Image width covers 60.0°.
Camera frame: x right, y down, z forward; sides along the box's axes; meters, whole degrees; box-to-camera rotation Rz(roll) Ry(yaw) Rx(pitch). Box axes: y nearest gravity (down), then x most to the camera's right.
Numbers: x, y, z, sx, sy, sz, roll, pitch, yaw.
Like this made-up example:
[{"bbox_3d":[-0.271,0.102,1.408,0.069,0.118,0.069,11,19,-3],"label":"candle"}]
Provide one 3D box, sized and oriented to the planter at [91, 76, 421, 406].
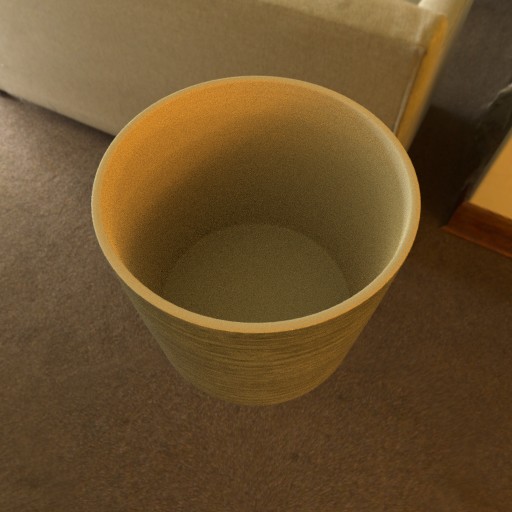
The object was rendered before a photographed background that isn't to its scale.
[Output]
[{"bbox_3d":[0.000,0.000,0.389,0.221,0.201,0.221,0,59,0],"label":"planter"}]
